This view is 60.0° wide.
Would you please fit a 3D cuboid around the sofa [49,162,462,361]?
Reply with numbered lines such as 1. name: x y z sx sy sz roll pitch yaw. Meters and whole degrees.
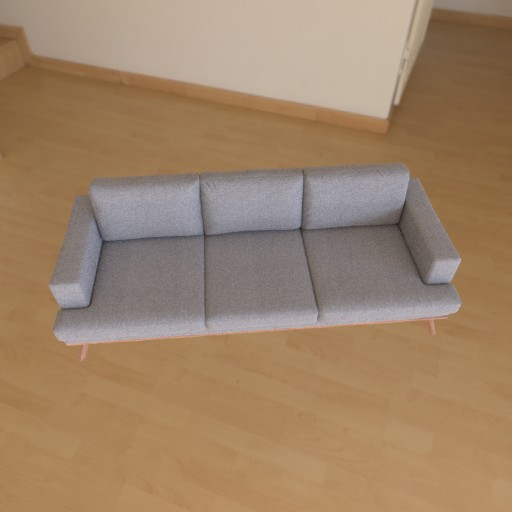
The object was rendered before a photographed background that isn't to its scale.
1. sofa: 0.000 0.000 2.762 2.310 0.810 0.920 -4 48 -3
